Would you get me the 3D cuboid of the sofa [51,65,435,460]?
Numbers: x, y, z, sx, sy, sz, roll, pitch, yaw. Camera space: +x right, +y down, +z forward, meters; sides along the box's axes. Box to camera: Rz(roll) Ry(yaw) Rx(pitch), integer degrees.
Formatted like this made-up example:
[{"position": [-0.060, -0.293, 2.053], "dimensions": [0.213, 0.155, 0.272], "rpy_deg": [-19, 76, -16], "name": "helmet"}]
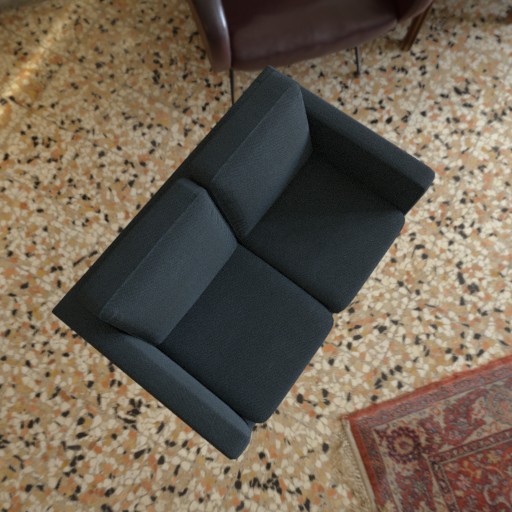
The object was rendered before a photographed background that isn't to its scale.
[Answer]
[{"position": [0.000, 0.000, 2.148], "dimensions": [0.999, 0.930, 1.518], "rpy_deg": [36, 77, 9], "name": "sofa"}]
